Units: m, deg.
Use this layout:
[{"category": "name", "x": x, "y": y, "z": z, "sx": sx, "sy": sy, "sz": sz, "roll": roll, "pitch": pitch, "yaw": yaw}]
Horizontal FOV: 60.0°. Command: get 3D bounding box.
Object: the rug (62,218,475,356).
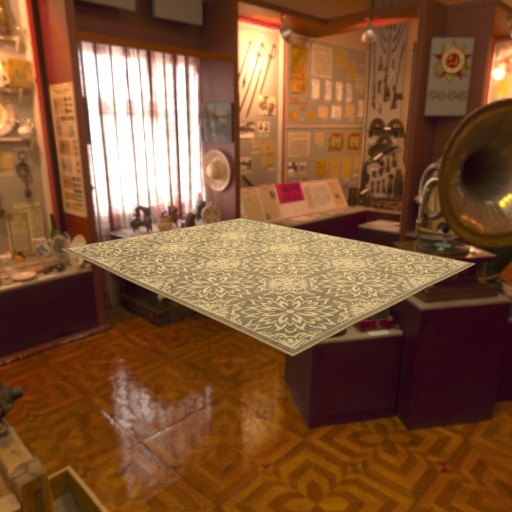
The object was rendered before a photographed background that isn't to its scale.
[{"category": "rug", "x": 0.000, "y": 0.000, "z": 4.046, "sx": 2.363, "sy": 0.012, "sz": 2.980, "roll": -14, "pitch": 21, "yaw": -42}]
